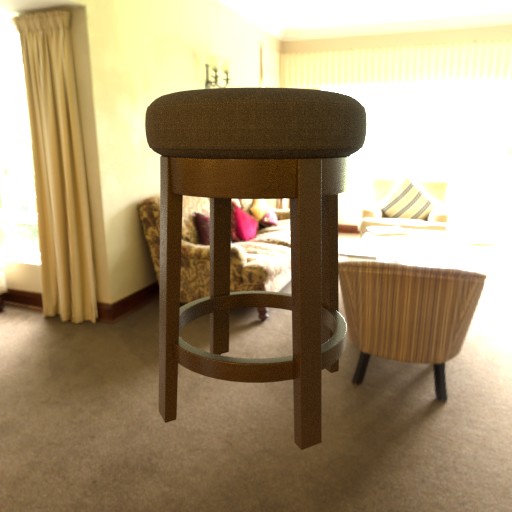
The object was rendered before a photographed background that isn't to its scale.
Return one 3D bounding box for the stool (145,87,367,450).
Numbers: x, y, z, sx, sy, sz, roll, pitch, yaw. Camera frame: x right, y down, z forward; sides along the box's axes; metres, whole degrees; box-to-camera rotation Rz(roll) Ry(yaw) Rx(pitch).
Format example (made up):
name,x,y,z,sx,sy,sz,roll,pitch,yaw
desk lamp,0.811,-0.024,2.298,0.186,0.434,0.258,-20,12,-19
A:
name,x,y,z,sx,sy,sz,roll,pitch,yaw
stool,0.000,0.000,0.951,0.449,0.655,0.449,0,15,0
